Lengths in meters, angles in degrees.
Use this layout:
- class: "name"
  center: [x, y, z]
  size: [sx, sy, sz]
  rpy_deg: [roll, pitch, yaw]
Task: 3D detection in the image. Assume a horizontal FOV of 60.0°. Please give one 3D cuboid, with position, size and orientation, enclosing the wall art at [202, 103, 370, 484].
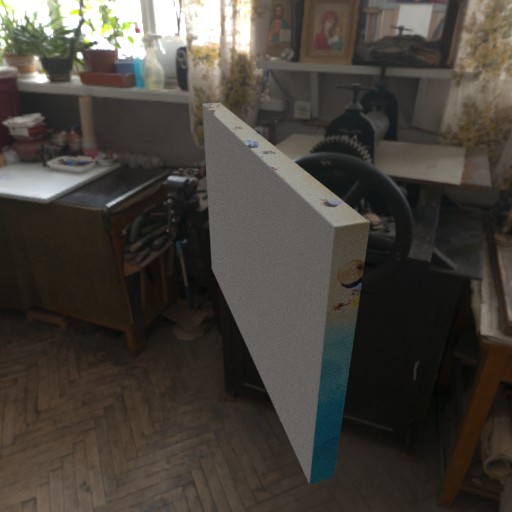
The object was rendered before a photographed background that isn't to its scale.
- class: "wall art"
  center: [0.000, 0.000, 0.780]
  size: [0.039, 0.406, 0.609]
  rpy_deg: [-9, 31, -15]
